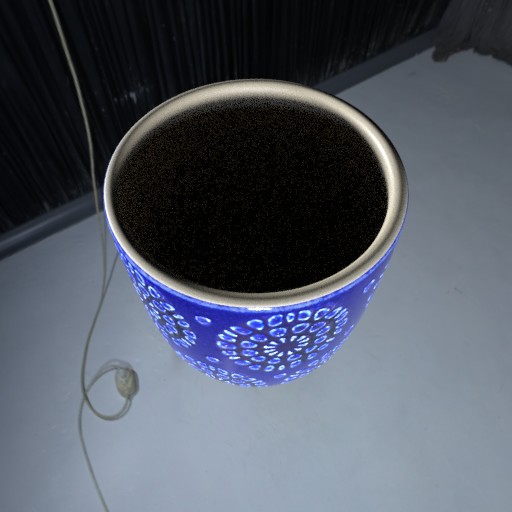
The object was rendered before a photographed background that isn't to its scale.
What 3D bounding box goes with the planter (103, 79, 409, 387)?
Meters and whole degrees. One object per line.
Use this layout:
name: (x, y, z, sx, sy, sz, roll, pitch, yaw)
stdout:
planter: (0.000, 0.000, 0.204, 0.109, 0.112, 0.109, 0, 57, 0)
